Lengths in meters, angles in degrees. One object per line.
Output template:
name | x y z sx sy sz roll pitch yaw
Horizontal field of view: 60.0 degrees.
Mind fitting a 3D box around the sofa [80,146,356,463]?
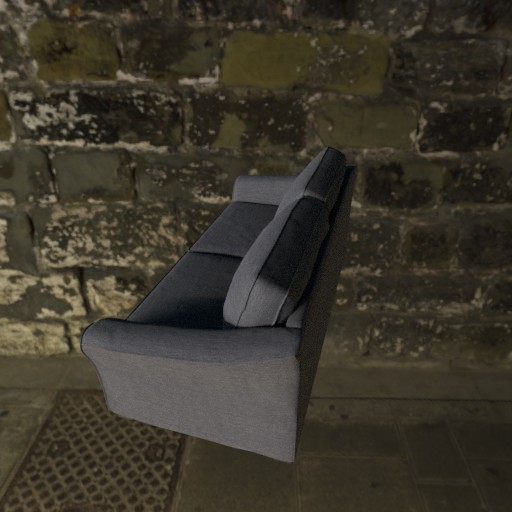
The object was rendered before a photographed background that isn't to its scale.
sofa | 0.000 0.000 2.747 0.971 0.950 2.270 8 30 14
